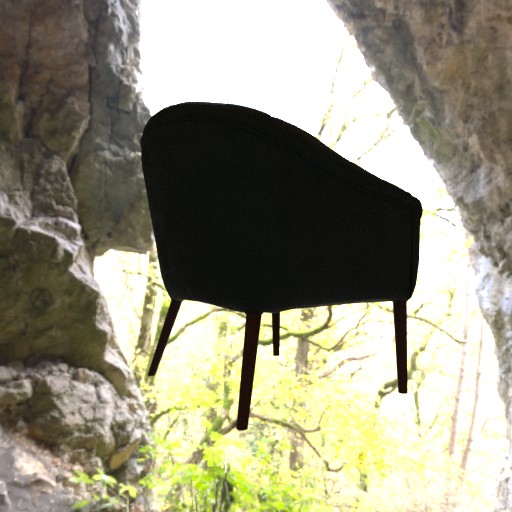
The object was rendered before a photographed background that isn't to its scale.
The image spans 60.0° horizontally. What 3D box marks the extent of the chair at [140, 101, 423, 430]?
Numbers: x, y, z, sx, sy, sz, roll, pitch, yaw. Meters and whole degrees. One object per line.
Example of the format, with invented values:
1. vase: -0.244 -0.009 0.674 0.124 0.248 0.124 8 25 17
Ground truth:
1. chair: 0.000 0.000 1.535 0.776 0.885 0.851 1 -1 -34
